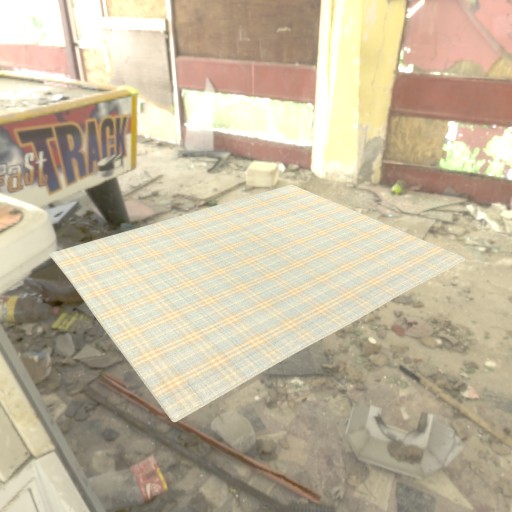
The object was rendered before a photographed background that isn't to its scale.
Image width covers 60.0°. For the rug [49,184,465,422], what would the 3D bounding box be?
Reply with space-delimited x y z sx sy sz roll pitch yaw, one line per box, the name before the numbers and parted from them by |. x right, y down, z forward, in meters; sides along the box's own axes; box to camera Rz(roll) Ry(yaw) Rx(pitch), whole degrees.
rug | 0.000 0.000 4.159 3.066 0.030 2.462 -21 35 -32
